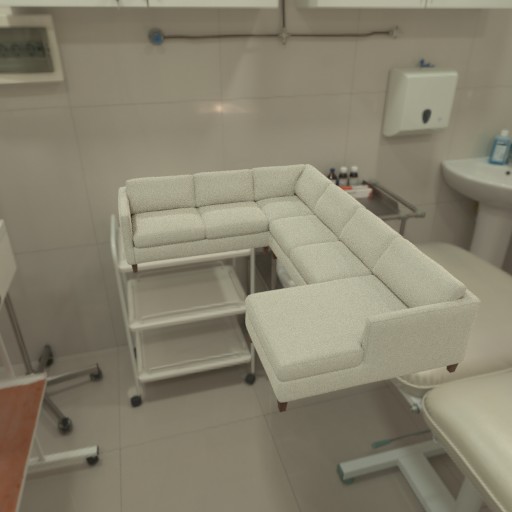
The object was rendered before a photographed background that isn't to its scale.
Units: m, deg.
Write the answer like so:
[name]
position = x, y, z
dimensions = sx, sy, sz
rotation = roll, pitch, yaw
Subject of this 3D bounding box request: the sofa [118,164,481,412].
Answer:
[sofa]
position = 0.000, 0.000, 4.392
dimensions = 2.551, 0.853, 3.238
rotation = -8, 30, -14
